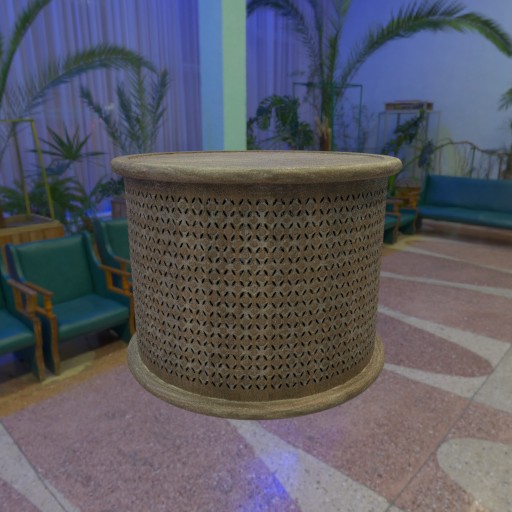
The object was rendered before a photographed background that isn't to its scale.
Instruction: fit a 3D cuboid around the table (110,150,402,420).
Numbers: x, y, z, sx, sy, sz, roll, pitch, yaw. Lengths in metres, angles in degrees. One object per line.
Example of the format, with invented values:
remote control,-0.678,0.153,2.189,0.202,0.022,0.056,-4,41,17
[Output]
table,0.000,0.000,1.023,0.607,0.450,0.607,0,16,0
